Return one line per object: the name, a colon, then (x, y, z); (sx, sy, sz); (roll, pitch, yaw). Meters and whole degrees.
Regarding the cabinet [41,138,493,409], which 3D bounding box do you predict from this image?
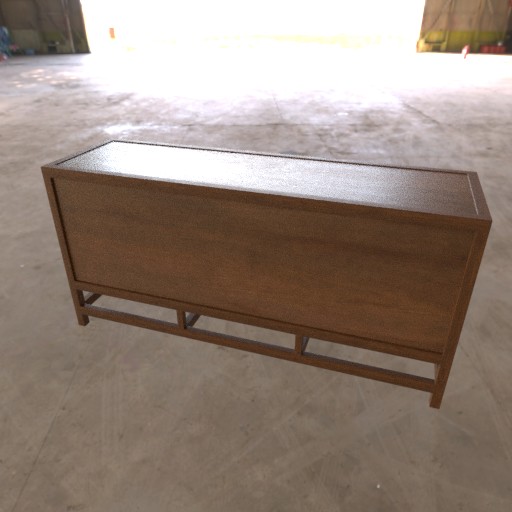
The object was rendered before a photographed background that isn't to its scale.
cabinet: (0.000, 0.000, 2.014); (1.708, 0.820, 0.522); (9, 30, 16)
